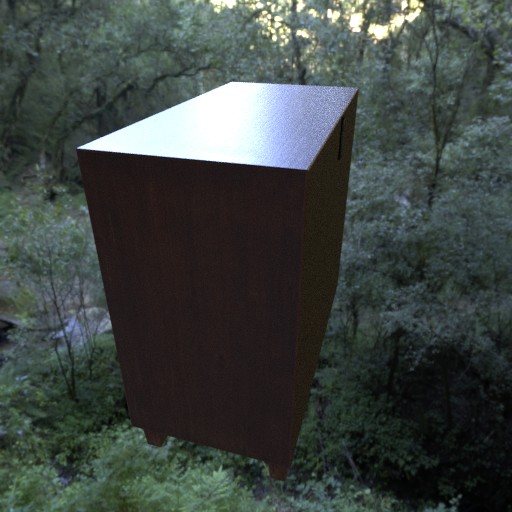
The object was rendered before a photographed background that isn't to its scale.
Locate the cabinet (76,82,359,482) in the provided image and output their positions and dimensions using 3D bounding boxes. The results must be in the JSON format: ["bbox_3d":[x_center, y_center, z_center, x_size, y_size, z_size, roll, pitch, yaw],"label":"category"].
[{"bbox_3d":[0.000,0.000,1.230,0.412,0.785,0.796,8,30,15],"label":"cabinet"}]
